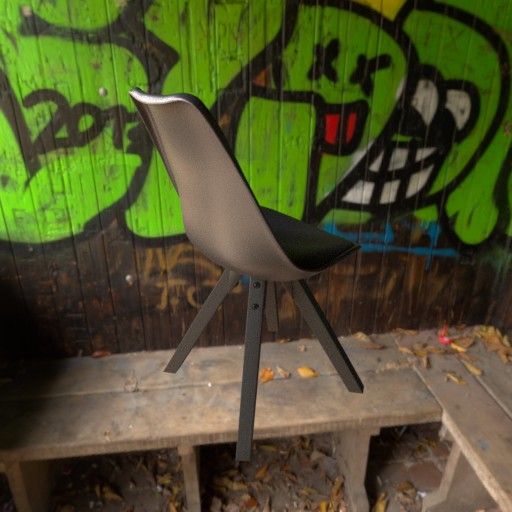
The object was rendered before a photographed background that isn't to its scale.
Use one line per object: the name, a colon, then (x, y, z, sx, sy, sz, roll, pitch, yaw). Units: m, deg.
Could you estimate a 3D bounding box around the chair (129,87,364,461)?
chair: (0.000, 0.000, 1.183, 0.530, 0.850, 0.485, -16, 29, -32)
